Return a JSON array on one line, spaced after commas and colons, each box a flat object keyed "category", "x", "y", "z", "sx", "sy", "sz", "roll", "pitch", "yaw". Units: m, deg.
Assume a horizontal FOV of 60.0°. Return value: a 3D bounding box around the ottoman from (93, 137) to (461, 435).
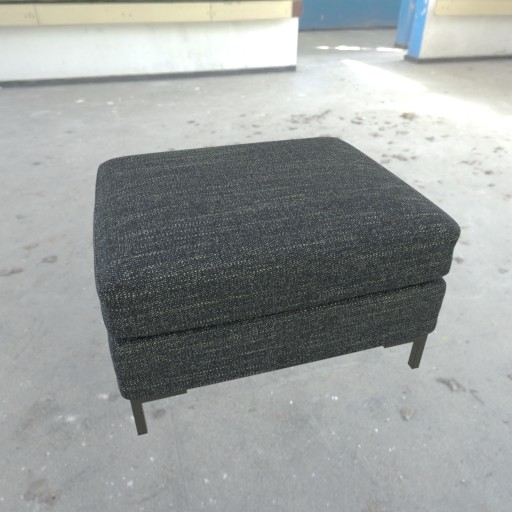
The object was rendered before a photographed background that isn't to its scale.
[{"category": "ottoman", "x": 0.000, "y": 0.000, "z": 1.253, "sx": 0.814, "sy": 0.491, "sz": 0.667, "roll": -9, "pitch": 34, "yaw": -14}]
